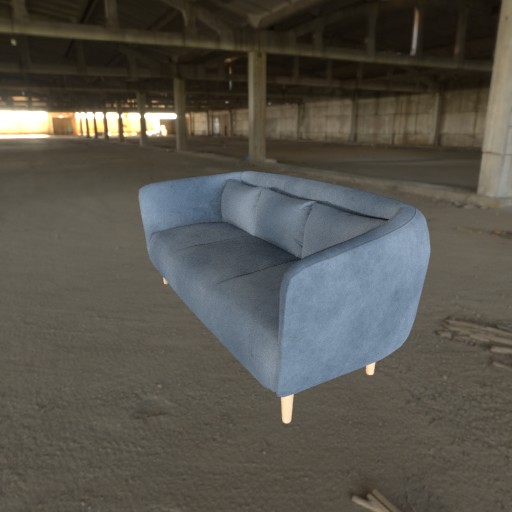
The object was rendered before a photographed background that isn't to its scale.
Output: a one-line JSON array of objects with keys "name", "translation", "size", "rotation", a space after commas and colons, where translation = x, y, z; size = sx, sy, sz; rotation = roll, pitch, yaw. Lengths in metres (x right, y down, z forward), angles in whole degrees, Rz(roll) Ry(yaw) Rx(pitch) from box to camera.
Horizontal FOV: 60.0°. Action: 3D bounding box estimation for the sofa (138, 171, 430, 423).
[{"name": "sofa", "translation": [0.000, 0.000, 2.457], "size": [0.849, 0.795, 2.095], "rotation": [-8, 18, -25]}]
